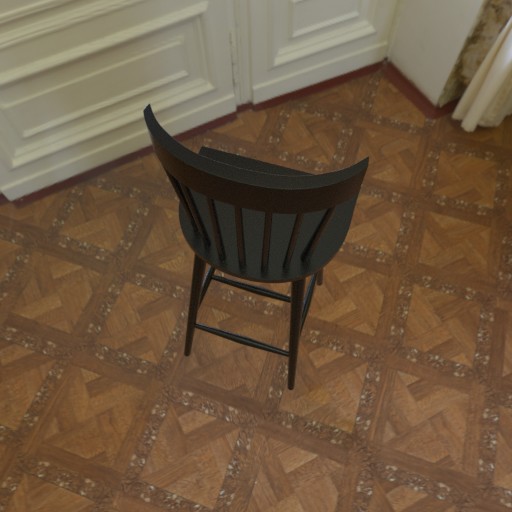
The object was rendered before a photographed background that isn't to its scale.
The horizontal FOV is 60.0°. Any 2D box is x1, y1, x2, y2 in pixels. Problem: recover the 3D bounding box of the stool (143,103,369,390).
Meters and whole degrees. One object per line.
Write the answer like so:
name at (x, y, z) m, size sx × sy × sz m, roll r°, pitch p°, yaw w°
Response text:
stool at (0.000, 0.000, 1.334) m, size 0.482 × 1.092 × 0.483 m, roll 16°, pitch 64°, yaw 8°
